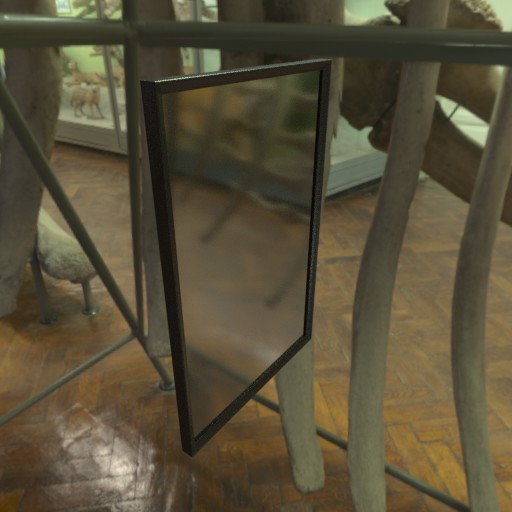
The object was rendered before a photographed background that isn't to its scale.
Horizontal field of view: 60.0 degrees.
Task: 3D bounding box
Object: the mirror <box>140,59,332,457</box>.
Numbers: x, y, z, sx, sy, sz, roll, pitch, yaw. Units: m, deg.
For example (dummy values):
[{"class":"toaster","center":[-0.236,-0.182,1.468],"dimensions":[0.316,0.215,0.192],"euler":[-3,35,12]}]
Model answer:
[{"class":"mirror","center":[0.000,0.000,1.165],"dimensions":[0.041,0.915,0.609],"euler":[19,33,32]}]
